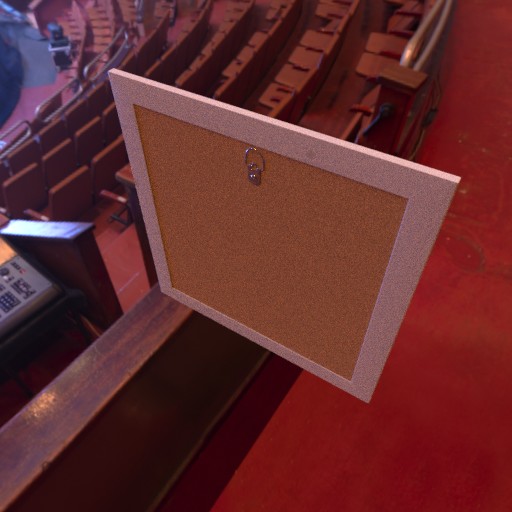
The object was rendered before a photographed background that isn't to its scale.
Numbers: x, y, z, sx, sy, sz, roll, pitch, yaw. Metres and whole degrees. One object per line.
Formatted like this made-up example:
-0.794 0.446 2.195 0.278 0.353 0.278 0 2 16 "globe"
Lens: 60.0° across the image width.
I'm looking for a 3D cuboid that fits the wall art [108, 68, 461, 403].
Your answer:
0.000 0.000 0.839 0.572 0.577 0.015 24 51 22 "wall art"
